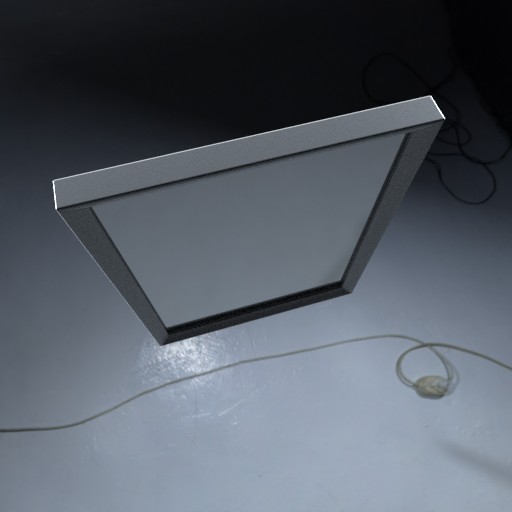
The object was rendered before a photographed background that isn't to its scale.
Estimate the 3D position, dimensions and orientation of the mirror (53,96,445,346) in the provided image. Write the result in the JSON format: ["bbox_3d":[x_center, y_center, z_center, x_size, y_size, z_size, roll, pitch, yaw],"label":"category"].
[{"bbox_3d":[0.000,0.000,0.681,0.406,0.509,0.041,-15,65,-7],"label":"mirror"}]
